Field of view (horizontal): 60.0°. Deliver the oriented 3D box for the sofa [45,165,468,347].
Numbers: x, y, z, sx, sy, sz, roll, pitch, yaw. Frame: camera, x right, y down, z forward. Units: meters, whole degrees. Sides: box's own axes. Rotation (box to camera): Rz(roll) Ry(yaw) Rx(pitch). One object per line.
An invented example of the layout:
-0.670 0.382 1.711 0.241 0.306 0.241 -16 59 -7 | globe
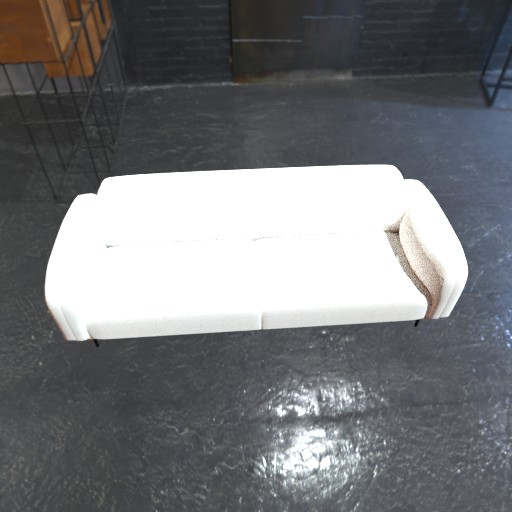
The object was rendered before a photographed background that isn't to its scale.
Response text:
0.000 0.000 2.698 2.280 0.780 0.870 -3 45 -3 | sofa
